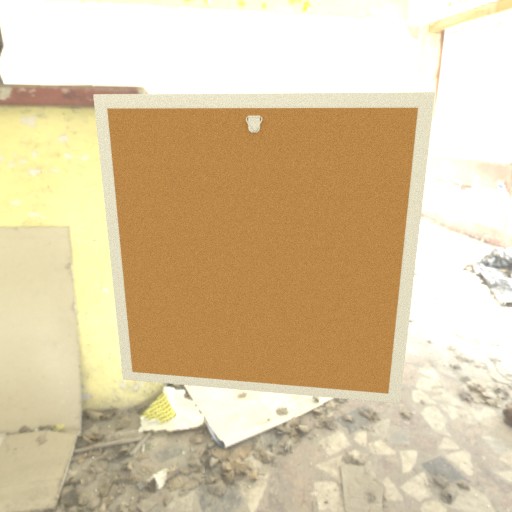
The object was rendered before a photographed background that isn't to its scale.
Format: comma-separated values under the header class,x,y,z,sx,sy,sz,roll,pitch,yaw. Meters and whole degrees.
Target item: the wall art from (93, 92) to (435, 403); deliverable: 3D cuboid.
class,x,y,z,sx,sy,sz,roll,pitch,yaw
wall art,0.000,0.000,1.105,0.761,0.762,0.050,3,18,8
